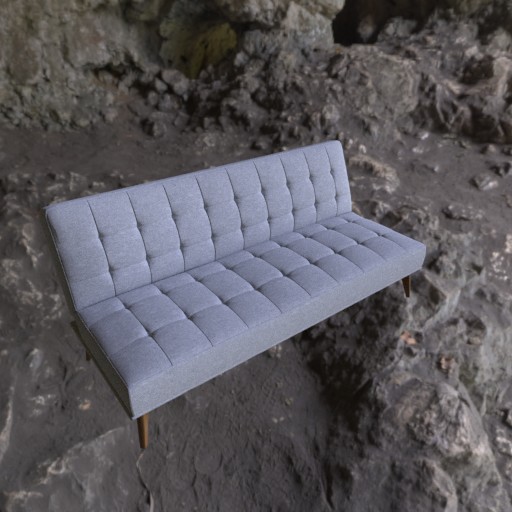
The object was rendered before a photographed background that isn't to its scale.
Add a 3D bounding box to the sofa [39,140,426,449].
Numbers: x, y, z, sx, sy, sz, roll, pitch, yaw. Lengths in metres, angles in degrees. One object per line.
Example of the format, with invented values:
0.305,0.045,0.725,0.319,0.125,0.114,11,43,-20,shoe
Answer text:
0.000,0.000,2.298,1.800,0.810,0.860,-21,35,-32,sofa
